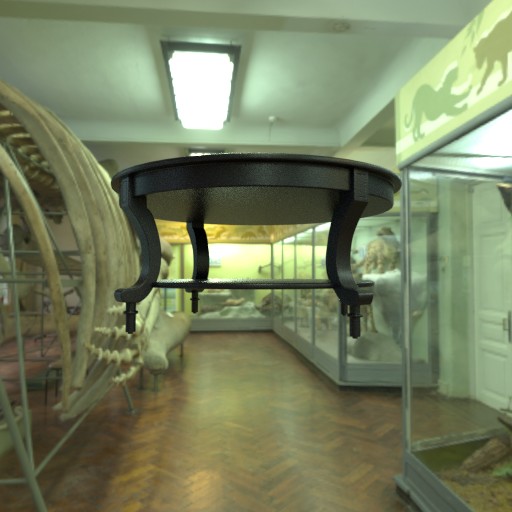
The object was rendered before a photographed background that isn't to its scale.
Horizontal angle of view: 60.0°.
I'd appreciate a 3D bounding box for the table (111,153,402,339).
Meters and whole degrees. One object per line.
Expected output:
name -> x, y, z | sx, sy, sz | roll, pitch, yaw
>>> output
table -> 0.000, 0.000, 1.631 | 1.029, 0.491, 1.029 | 0, -2, 0
